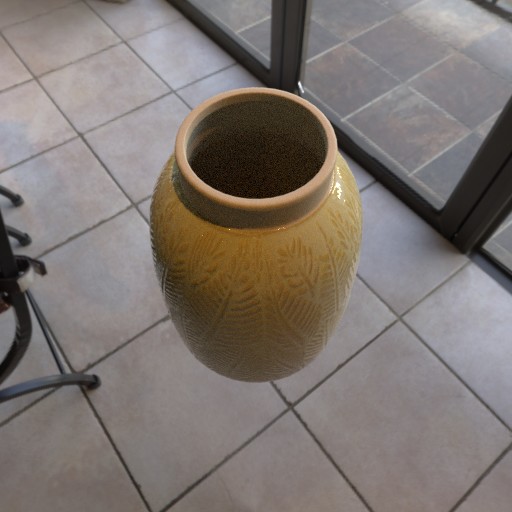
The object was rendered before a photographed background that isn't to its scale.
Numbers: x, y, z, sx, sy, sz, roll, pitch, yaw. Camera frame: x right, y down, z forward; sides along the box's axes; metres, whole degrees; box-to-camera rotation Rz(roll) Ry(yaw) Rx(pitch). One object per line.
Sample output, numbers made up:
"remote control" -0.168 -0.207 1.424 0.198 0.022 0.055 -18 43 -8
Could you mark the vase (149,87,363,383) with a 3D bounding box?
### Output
"vase" 0.000 0.000 0.378 0.172 0.270 0.172 0 60 0
